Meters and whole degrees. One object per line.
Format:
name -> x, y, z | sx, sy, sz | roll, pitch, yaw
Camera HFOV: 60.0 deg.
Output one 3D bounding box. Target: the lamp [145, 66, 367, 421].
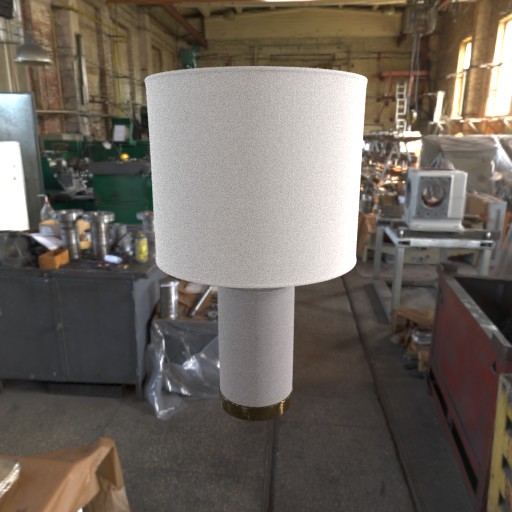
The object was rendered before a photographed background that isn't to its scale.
lamp -> 0.000, 0.000, 0.518 | 0.229, 0.380, 0.229 | 0, 15, 0
